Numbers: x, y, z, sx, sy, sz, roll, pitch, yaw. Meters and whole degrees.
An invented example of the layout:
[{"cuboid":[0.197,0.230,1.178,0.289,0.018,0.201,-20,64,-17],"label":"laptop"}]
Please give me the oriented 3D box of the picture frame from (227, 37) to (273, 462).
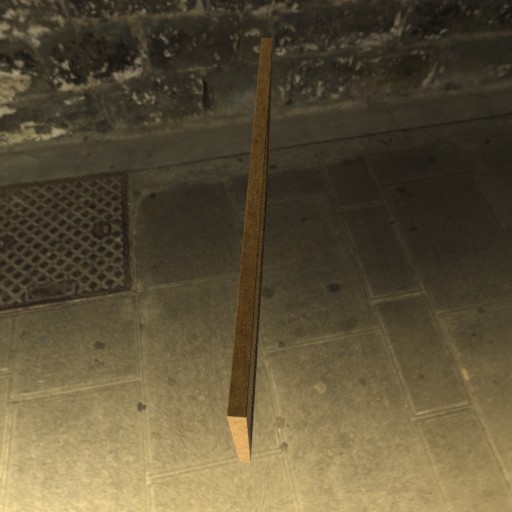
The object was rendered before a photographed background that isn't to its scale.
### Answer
[{"cuboid":[0.000,0.000,1.158,0.029,0.621,0.922,3,60,2],"label":"picture frame"}]
